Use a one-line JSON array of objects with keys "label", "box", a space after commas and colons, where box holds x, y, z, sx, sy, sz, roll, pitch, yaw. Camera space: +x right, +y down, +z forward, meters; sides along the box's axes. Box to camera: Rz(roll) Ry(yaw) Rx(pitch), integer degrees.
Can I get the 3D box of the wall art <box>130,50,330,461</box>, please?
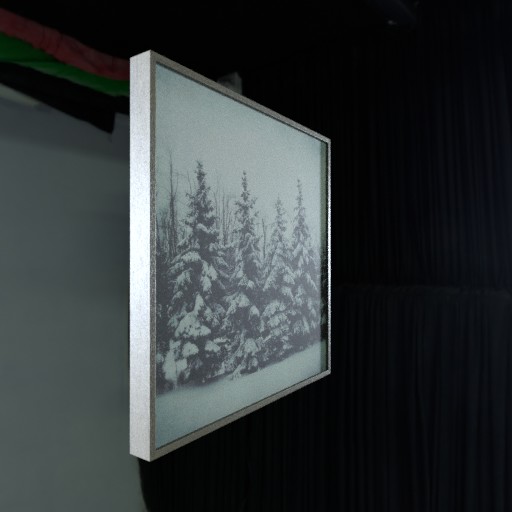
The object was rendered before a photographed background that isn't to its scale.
[{"label": "wall art", "box": [0.000, 0.000, 0.764, 0.037, 0.507, 0.507, 0, 0, 35]}]
